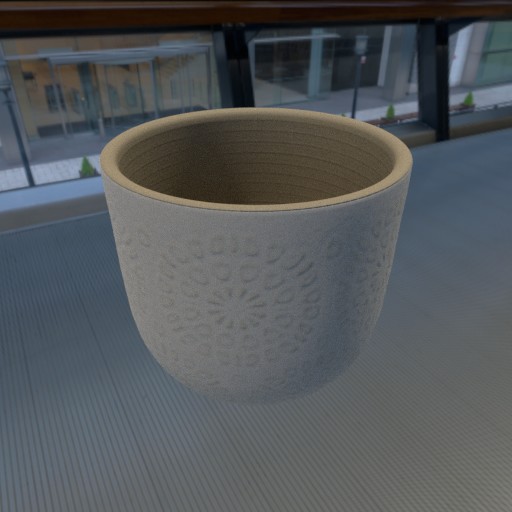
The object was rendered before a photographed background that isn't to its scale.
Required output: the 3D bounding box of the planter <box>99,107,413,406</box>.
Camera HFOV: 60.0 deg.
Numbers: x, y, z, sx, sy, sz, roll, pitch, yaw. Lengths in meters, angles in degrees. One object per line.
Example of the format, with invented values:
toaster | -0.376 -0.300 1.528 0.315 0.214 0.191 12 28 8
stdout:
planter | 0.000 0.000 0.212 0.124 0.109 0.124 0 32 0
